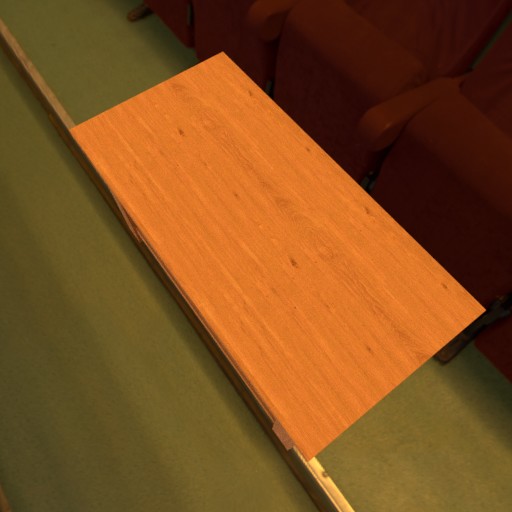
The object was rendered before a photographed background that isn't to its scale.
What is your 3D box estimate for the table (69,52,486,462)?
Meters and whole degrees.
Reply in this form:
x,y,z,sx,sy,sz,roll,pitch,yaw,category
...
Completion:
x,y,z,sx,sy,sz,roll,pitch,yaw,category
0.000,0.000,1.166,0.450,0.452,0.899,-34,69,-15,table
